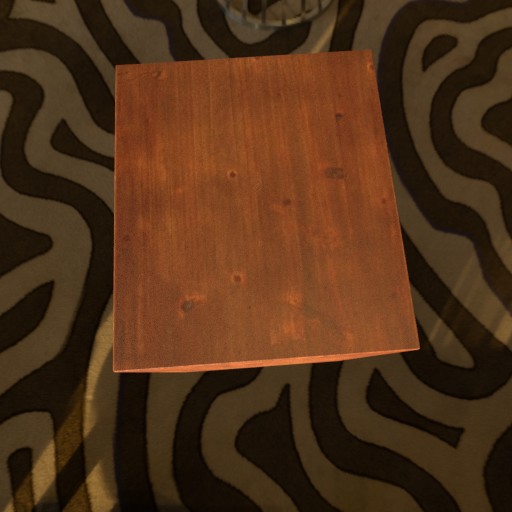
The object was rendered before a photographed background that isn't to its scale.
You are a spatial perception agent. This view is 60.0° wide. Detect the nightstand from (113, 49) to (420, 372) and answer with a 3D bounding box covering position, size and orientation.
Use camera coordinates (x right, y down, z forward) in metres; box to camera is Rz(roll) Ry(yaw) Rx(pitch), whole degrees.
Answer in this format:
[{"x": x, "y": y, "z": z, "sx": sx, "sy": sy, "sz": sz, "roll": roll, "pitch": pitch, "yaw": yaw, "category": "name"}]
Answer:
[{"x": 0.000, "y": 0.000, "z": 0.972, "sx": 0.410, "sy": 0.695, "sz": 0.465, "roll": -4, "pitch": 75, "yaw": -1, "category": "nightstand"}]
